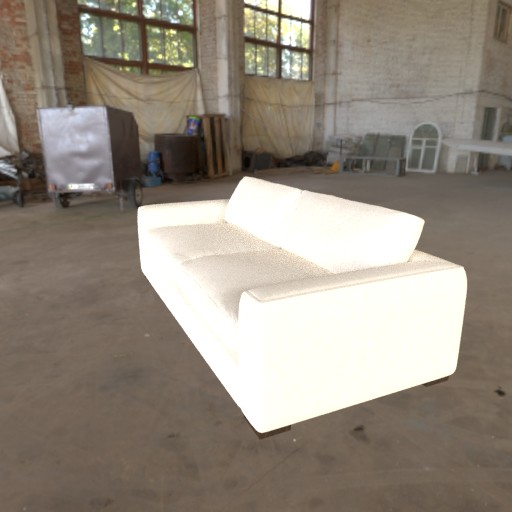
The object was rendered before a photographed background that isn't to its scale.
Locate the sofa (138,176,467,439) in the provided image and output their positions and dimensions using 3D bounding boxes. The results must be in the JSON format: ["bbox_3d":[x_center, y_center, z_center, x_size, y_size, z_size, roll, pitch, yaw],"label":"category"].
[{"bbox_3d":[0.000,0.000,2.761,1.070,0.801,2.262,-7,18,-24],"label":"sofa"}]
